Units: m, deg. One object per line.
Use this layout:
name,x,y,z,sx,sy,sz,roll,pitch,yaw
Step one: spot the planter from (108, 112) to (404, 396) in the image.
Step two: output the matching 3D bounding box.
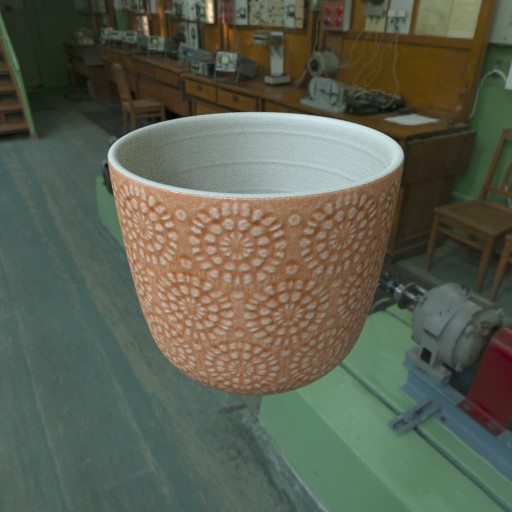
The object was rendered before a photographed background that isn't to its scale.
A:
planter,0.000,0.000,0.369,0.208,0.190,0.208,0,30,0
